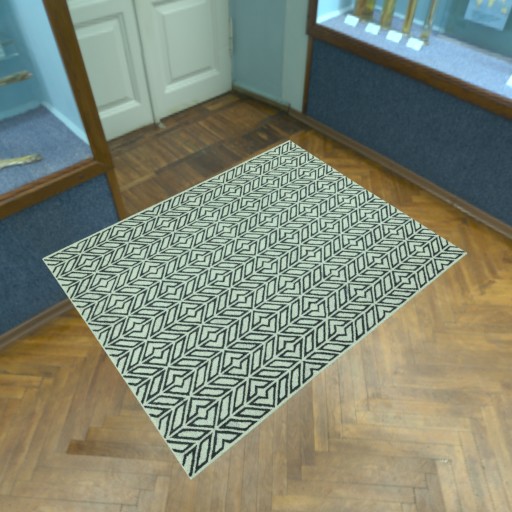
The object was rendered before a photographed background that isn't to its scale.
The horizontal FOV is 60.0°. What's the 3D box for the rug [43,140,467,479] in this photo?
[{"bbox_3d":[0.000,0.000,4.054,3.045,0.008,2.421,-31,54,-26],"label":"rug"}]
